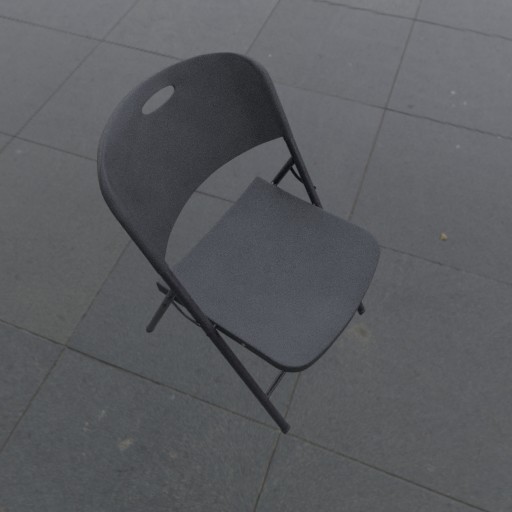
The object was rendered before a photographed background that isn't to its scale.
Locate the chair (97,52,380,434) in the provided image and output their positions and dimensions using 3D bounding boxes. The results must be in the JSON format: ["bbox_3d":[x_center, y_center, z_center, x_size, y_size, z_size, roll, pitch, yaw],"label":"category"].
[{"bbox_3d":[0.000,0.000,1.136,0.567,0.810,0.494,31,63,18],"label":"chair"}]
